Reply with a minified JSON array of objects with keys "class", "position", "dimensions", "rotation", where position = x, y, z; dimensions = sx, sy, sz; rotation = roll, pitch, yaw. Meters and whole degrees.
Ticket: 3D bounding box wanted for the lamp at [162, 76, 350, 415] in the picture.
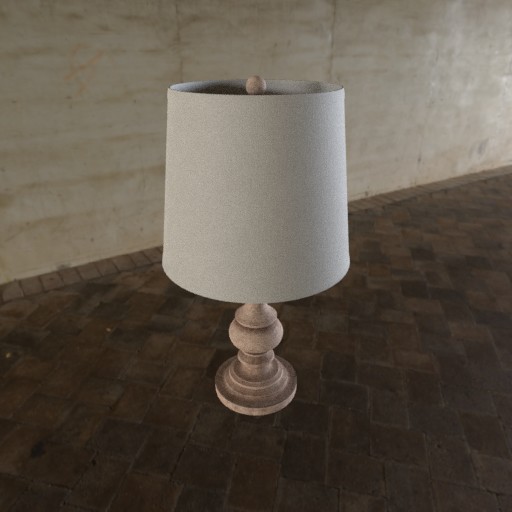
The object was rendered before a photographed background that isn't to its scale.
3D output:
[{"class":"lamp","position":[0.000,0.000,0.658],"dimensions":[0.273,0.497,0.273],"rotation":[0,26,0]}]
